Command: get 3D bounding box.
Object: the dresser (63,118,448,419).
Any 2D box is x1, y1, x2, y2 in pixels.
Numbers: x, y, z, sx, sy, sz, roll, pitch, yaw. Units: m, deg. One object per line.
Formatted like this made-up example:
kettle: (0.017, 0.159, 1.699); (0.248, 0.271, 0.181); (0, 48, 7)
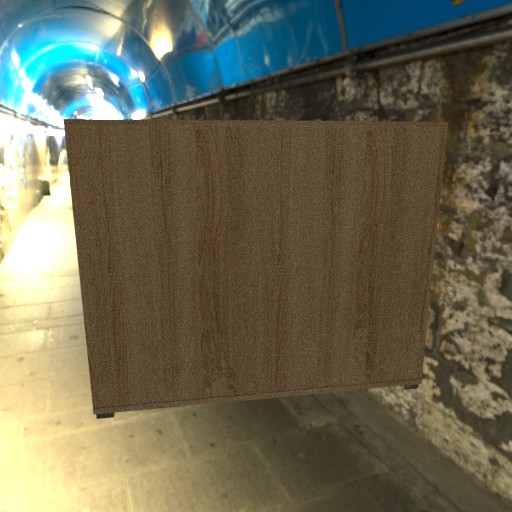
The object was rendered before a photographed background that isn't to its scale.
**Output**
dresser: (0.000, 0.000, 1.572); (1.100, 0.900, 0.450); (-2, 14, -9)
